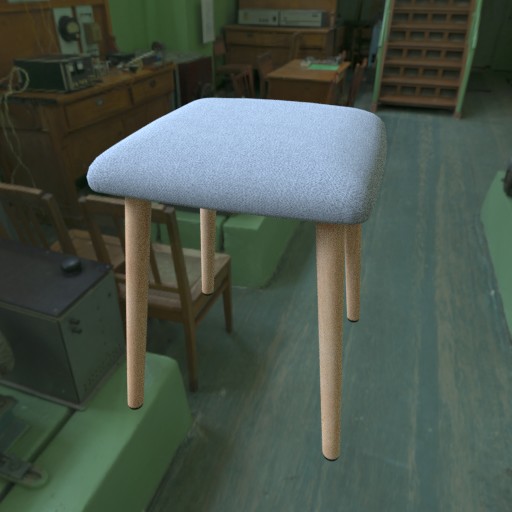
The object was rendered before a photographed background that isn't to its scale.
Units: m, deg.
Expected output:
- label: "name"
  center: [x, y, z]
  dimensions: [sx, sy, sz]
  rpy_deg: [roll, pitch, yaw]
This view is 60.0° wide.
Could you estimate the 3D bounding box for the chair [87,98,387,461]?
- label: "chair"
  center: [0.000, 0.000, 0.707]
  dimensions: [0.350, 0.440, 0.350]
  rpy_deg: [9, 33, 14]
